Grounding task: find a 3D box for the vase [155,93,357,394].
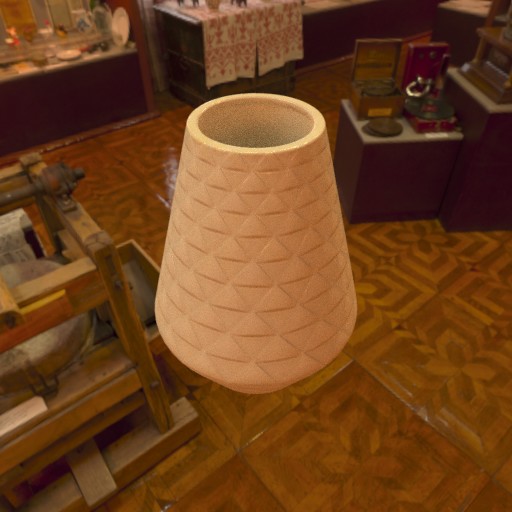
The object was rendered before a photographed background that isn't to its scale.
[{"bbox_3d":[0.000,0.000,0.357,0.175,0.230,0.175,0,41,0],"label":"vase"}]
